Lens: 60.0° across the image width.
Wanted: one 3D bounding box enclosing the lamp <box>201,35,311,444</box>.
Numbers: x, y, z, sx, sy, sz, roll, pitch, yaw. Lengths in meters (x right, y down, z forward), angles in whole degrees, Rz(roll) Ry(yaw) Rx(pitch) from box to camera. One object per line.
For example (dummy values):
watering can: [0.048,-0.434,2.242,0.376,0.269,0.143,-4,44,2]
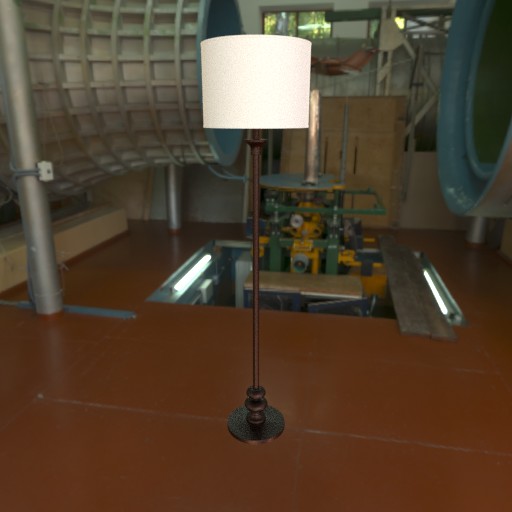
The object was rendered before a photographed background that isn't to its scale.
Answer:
lamp: [0.000,0.000,1.648,0.356,1.487,0.356,16,24,42]
